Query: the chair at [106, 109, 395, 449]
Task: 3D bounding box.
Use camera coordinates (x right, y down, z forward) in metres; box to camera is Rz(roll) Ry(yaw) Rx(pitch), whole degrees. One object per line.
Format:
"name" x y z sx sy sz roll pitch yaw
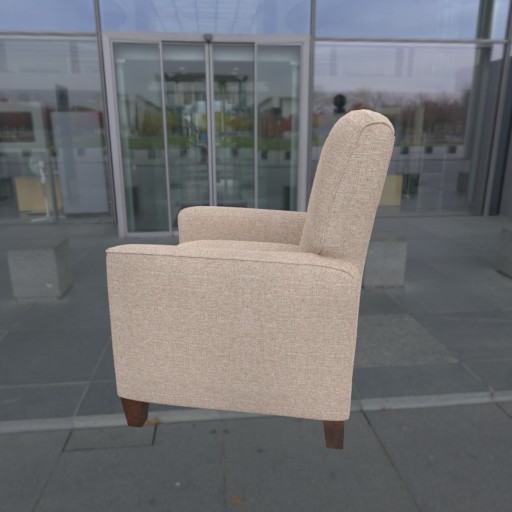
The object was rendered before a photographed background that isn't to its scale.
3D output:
"chair" 0.000 0.000 1.661 0.858 1.028 0.841 3 16 9
